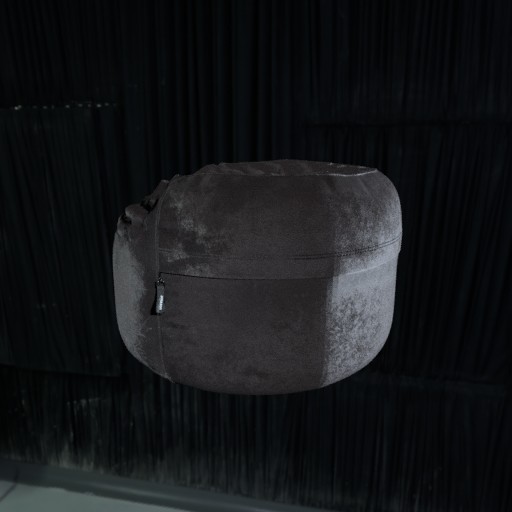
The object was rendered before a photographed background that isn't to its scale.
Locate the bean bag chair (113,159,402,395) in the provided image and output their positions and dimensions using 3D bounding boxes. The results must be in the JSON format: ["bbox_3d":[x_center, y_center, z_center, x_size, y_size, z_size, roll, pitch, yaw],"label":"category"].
[{"bbox_3d":[0.000,0.000,1.478,0.918,0.605,0.918,0,14,0],"label":"bean bag chair"}]
